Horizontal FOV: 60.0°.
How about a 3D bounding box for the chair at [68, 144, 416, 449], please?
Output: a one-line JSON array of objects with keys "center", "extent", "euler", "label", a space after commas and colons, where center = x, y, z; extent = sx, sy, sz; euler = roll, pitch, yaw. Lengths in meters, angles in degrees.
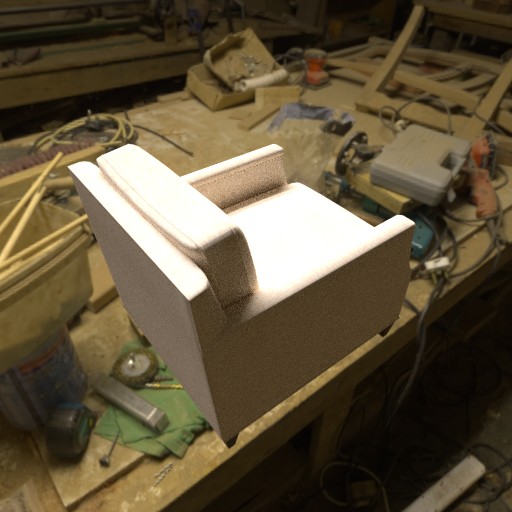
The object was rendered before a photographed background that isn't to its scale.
[{"center": [0.000, 0.000, 1.805], "extent": [1.041, 0.940, 0.838], "euler": [-26, 47, -28], "label": "chair"}]
